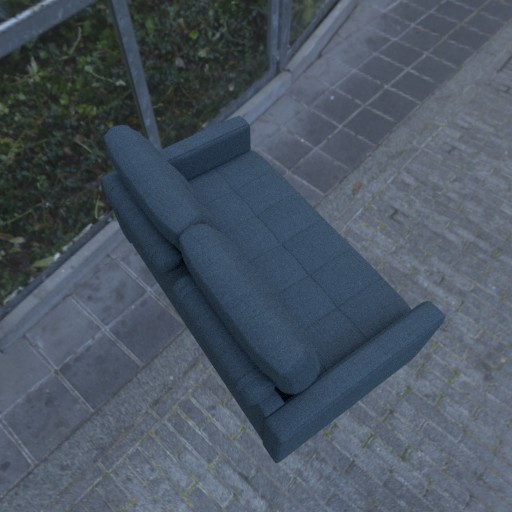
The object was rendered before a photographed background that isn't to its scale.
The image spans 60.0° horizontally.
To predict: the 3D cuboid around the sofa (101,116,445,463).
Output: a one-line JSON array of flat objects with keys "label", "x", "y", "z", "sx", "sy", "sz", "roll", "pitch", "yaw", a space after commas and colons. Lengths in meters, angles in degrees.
[{"label": "sofa", "x": 0.000, "y": 0.000, "z": 1.944, "sx": 0.842, "sy": 0.907, "sz": 1.407, "roll": -30, "pitch": 62, "yaw": -18}]
